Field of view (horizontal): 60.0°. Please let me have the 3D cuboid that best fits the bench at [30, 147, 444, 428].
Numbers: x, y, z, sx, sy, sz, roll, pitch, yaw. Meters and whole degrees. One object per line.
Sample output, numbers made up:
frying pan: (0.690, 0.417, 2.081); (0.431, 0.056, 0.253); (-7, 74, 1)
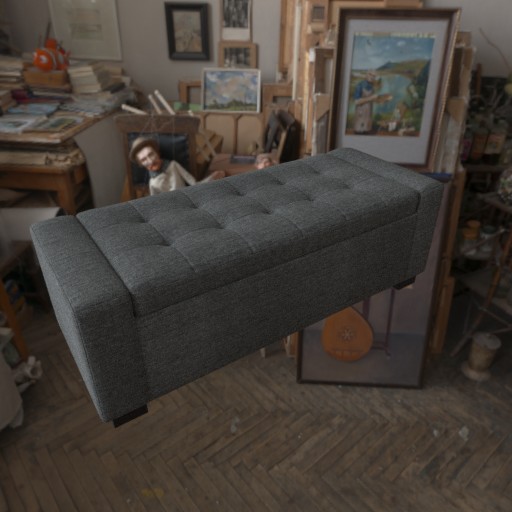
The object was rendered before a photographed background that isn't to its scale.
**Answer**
bench: (0.000, 0.000, 1.551); (1.296, 0.445, 0.508); (-20, 37, -28)
